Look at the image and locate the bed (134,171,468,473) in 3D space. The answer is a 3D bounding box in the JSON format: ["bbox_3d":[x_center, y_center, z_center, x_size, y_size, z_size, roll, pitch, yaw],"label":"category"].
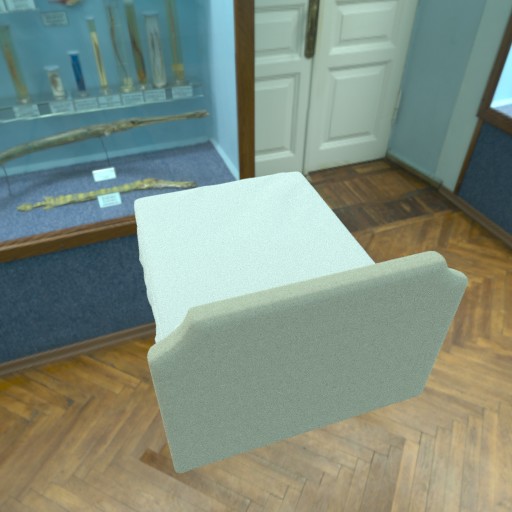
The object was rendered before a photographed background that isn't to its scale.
[{"bbox_3d":[0.000,0.000,3.171,1.693,1.290,2.116,-12,42,-14],"label":"bed"}]
